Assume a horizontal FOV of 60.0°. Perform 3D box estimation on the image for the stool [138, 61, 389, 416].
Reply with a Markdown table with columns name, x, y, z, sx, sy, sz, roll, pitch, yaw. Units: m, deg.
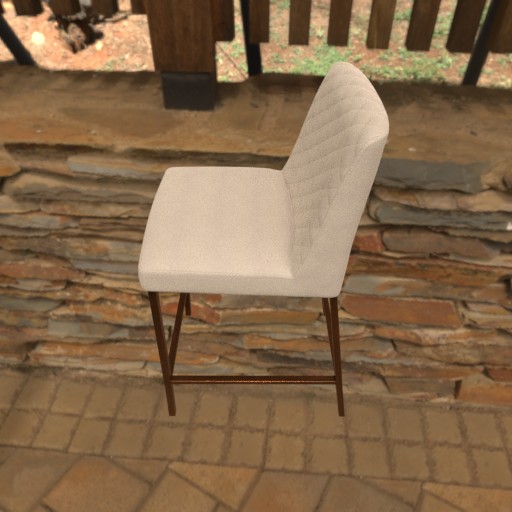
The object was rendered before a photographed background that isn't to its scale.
| name | x | y | z | sx | sy | sz | roll | pitch | yaw |
| --- | --- | --- | --- | --- | --- | --- | --- | --- | --- |
| stool | 0.000 | 0.000 | 1.293 | 0.576 | 0.973 | 0.507 | 0 | 40 | 0 |
